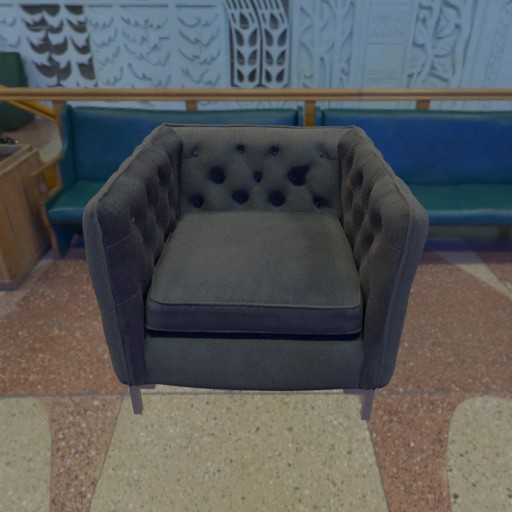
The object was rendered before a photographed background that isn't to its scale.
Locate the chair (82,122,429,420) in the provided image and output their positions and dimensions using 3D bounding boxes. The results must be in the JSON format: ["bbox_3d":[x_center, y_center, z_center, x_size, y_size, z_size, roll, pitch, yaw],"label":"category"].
[{"bbox_3d":[0.000,0.000,1.689,0.946,0.807,0.913,1,30,1],"label":"chair"}]
